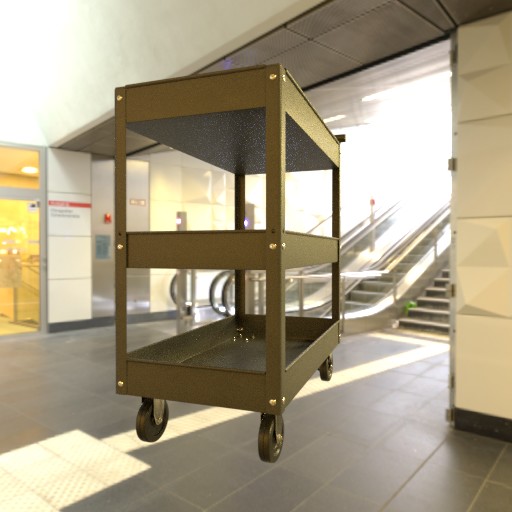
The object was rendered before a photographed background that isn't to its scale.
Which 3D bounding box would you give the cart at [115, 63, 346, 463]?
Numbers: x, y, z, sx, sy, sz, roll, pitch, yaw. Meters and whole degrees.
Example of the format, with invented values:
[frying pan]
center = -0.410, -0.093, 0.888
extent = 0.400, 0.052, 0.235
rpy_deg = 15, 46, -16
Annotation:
[cart]
center = 0.000, 0.000, 1.169
extent = 0.366, 0.780, 0.719
rpy_deg = 0, 1, 20
